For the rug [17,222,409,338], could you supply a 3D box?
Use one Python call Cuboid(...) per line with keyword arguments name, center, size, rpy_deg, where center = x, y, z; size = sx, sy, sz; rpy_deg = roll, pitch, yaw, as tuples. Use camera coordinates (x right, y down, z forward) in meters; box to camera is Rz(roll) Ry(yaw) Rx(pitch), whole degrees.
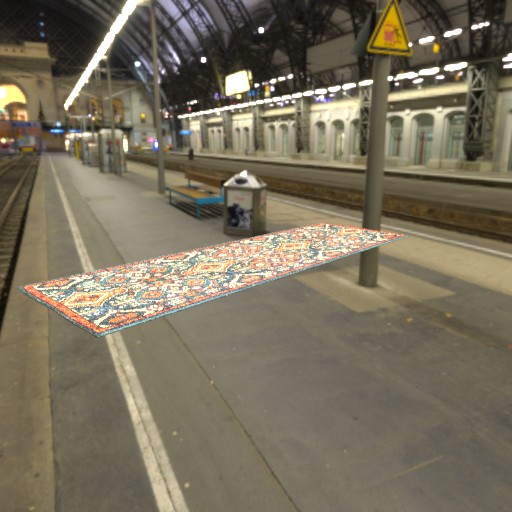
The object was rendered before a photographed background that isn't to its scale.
Cuboid(name="rug", center=(0.000, 0.000, 2.688), size=(0.801, 0.010, 2.459), rpy_deg=(13, 19, 42))
